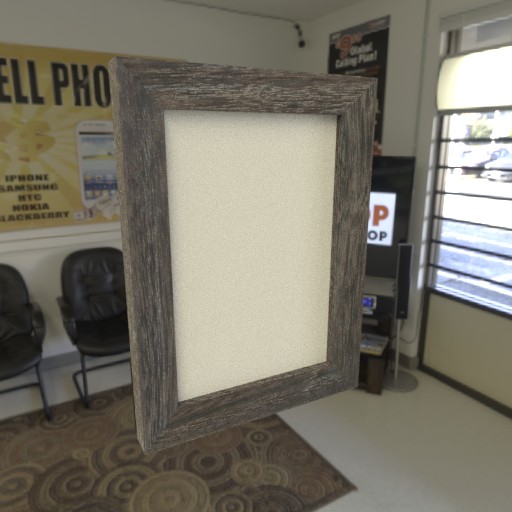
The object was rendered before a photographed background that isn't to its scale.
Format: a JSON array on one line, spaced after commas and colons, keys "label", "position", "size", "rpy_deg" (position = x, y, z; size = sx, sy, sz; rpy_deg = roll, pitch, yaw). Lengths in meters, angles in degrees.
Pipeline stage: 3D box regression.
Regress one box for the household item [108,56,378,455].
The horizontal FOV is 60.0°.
[{"label": "household item", "position": [0.000, 0.000, 0.232], "size": [0.133, 0.180, 0.020], "rpy_deg": [-8, 16, -27]}]
